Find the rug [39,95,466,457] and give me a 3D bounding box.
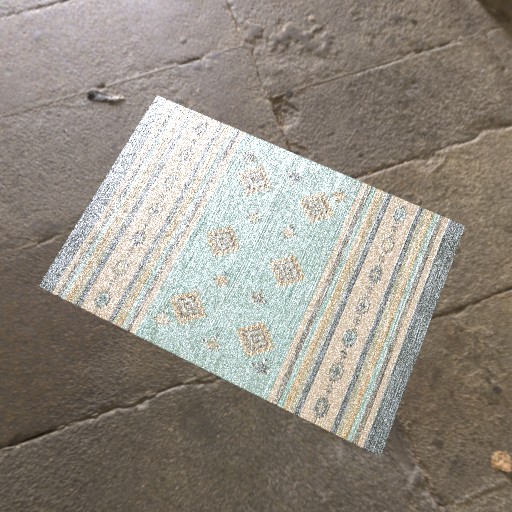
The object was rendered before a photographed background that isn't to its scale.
[{"bbox_3d":[0.000,0.000,2.240,1.811,0.010,1.212,25,76,7],"label":"rug"}]
